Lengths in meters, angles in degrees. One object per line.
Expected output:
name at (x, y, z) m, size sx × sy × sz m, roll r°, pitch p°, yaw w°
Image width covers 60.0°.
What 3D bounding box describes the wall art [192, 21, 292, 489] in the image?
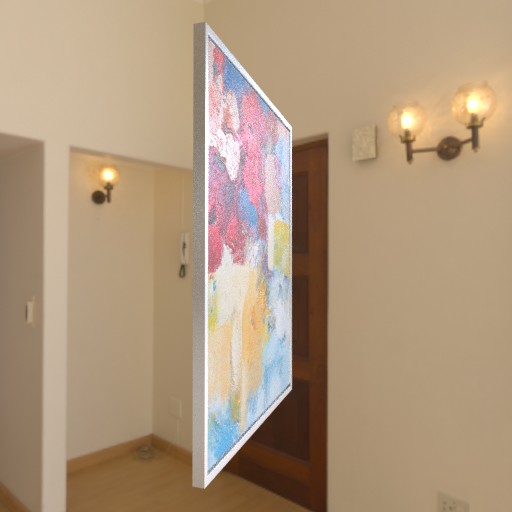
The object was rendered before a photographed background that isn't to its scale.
wall art at (0.000, 0.000, 1.385) m, size 0.030 × 1.046 × 0.816 m, roll 0°, pitch -1°, yaw 18°
